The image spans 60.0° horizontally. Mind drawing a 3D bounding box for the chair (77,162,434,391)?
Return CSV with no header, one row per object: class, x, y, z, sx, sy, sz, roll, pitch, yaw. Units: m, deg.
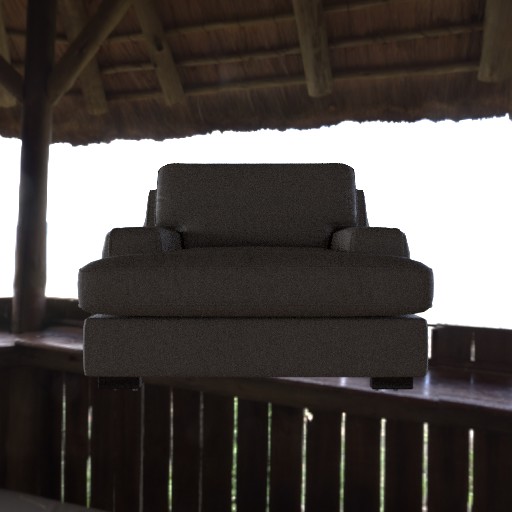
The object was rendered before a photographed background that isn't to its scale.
chair,0.000,0.000,2.005,1.270,0.974,1.043,0,0,0
